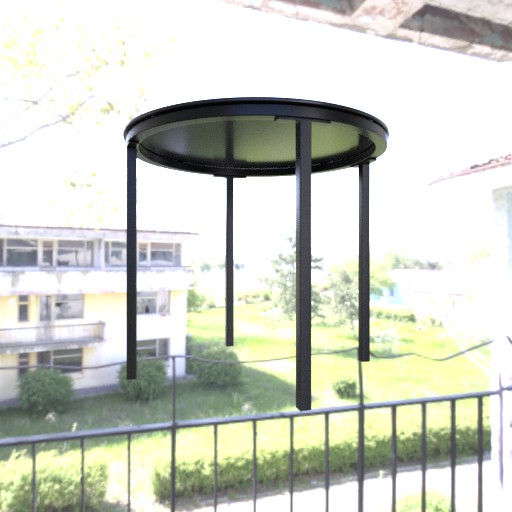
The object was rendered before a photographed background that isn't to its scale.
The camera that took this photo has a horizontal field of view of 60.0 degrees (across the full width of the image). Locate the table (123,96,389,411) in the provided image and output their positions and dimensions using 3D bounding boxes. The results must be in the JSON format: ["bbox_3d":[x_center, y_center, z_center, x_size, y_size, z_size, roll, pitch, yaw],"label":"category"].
[{"bbox_3d":[0.000,0.000,0.865,0.499,0.443,0.499,0,0,0],"label":"table"}]
